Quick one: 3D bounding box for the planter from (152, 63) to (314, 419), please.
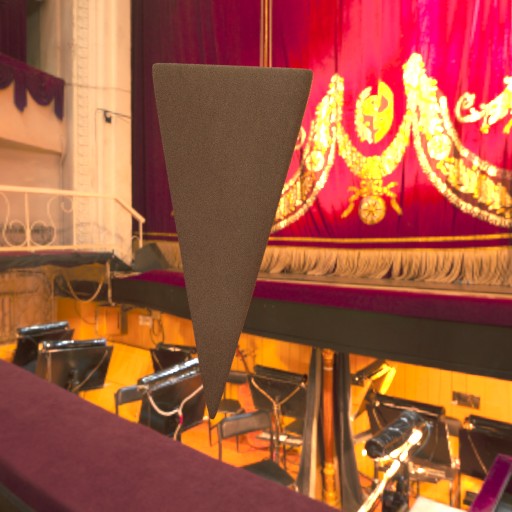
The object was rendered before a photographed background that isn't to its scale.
[{"bbox_3d":[0.000,0.000,0.278,0.081,0.224,0.101,1,2,37],"label":"planter"}]
